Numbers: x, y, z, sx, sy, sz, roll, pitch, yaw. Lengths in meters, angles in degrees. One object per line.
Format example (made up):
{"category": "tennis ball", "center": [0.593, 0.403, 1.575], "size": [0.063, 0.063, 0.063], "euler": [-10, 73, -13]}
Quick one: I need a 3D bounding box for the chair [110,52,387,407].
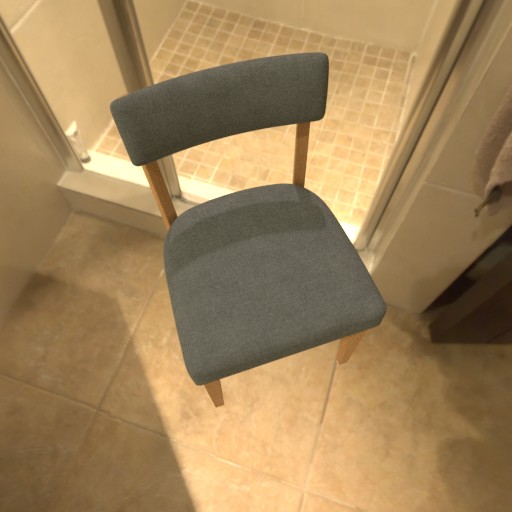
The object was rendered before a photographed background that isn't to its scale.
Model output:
{"category": "chair", "center": [0.000, 0.000, 1.203], "size": [0.508, 0.832, 0.572], "euler": [-17, 64, -8]}
